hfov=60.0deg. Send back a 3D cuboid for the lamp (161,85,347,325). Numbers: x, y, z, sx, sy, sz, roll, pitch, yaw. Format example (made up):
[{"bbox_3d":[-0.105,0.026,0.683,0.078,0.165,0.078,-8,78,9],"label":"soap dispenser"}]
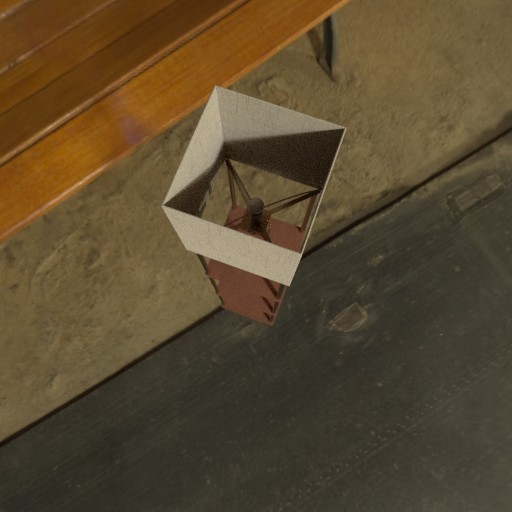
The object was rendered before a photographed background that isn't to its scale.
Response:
[{"bbox_3d":[0.000,0.000,1.706,0.310,1.569,0.308,20,77,5],"label":"lamp"}]
